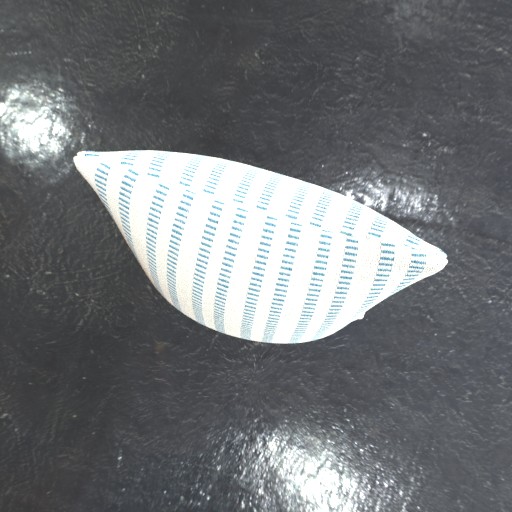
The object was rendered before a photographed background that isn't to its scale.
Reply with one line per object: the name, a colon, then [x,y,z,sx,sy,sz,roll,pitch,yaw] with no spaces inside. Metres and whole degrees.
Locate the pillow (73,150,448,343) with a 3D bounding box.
pillow: [0.000,0.000,0.686,0.438,0.419,0.247,16,75,4]
